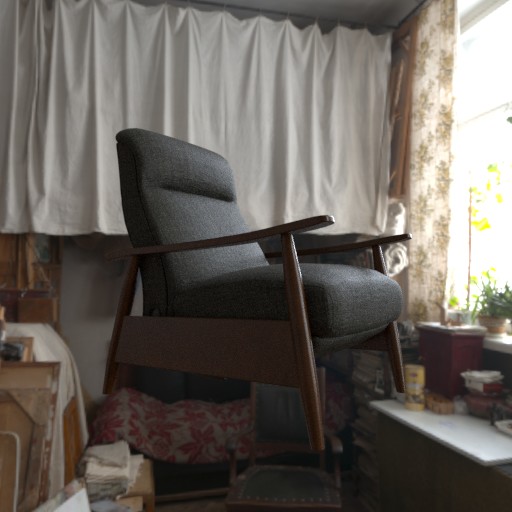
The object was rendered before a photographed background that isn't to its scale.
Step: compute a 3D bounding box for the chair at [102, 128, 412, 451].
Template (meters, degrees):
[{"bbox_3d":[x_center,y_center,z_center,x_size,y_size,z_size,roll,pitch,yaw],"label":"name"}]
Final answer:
[{"bbox_3d":[0.000,0.000,1.774,1.014,1.082,0.762,-2,-3,36],"label":"chair"}]
